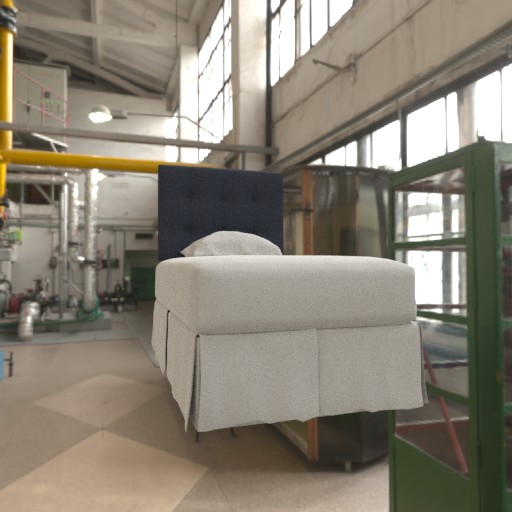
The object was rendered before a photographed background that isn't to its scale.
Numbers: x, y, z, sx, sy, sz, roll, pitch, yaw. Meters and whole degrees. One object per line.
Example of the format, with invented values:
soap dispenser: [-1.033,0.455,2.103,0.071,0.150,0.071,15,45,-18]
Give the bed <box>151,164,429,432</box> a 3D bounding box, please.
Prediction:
bed: [0.000,0.000,3.024,1.261,1.571,1.997,0,-1,-18]
